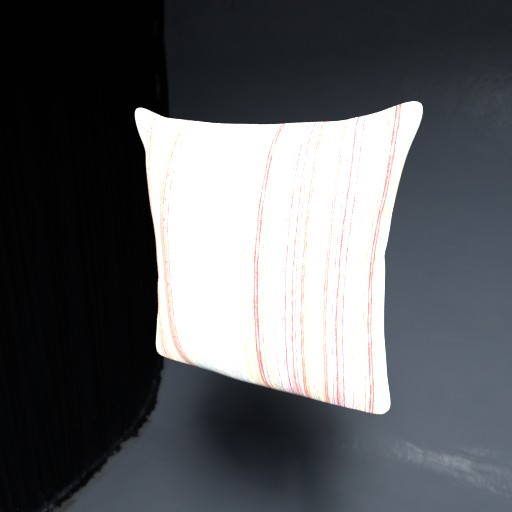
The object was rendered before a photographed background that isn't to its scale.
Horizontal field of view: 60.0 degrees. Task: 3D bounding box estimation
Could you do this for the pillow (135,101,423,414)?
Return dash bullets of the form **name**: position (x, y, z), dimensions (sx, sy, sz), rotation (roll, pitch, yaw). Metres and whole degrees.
- **pillow**: position (0.000, 0.000, 0.690), dimensions (0.451, 0.449, 0.191), rotation (8, 17, 26)
